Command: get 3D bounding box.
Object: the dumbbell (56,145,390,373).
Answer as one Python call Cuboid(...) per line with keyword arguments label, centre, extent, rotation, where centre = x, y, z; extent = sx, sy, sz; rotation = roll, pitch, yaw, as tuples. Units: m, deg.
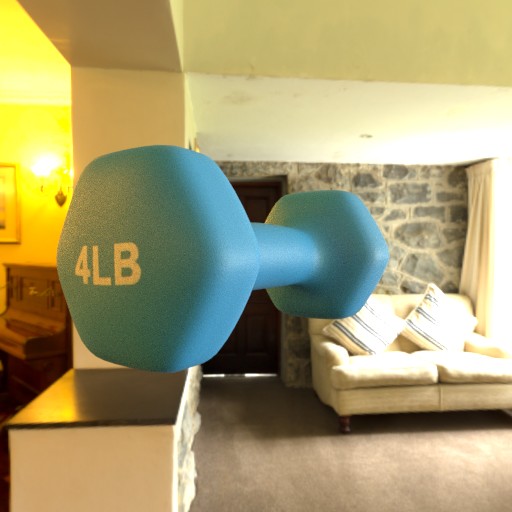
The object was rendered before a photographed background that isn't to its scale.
Cuboid(label="dumbbell", centre=(0.000, 0.000, 0.187), extent=(0.074, 0.066, 0.152), rotation=(1, 1, 35))
